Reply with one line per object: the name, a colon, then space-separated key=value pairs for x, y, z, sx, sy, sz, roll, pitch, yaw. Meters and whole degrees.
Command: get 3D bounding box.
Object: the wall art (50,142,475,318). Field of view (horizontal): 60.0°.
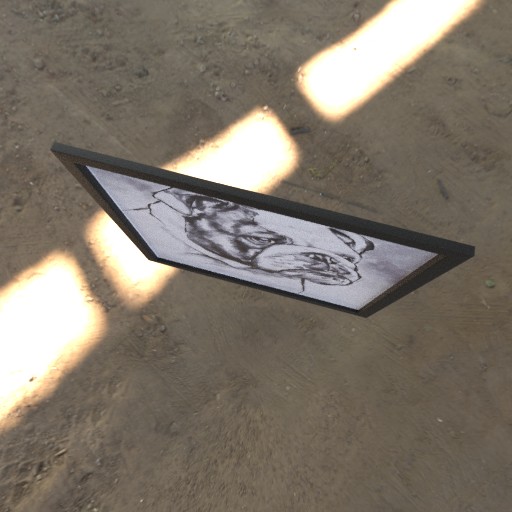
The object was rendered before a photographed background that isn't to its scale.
wall art: x=0.000 y=0.000 z=0.985 sx=0.663 sy=0.659 sz=0.016 roll=15 pitch=75 yaw=4
